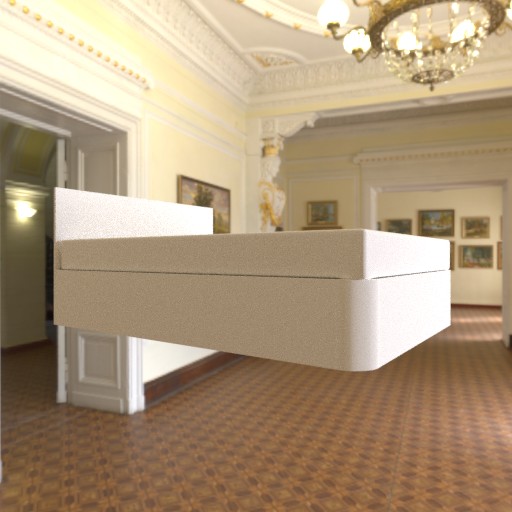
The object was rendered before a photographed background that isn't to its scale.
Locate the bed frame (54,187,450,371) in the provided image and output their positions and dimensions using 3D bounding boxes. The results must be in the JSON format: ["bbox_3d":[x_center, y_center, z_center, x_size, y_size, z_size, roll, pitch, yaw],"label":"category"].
[{"bbox_3d":[0.000,0.000,2.614,1.900,0.800,1.400,0,0,35],"label":"bed frame"}]
